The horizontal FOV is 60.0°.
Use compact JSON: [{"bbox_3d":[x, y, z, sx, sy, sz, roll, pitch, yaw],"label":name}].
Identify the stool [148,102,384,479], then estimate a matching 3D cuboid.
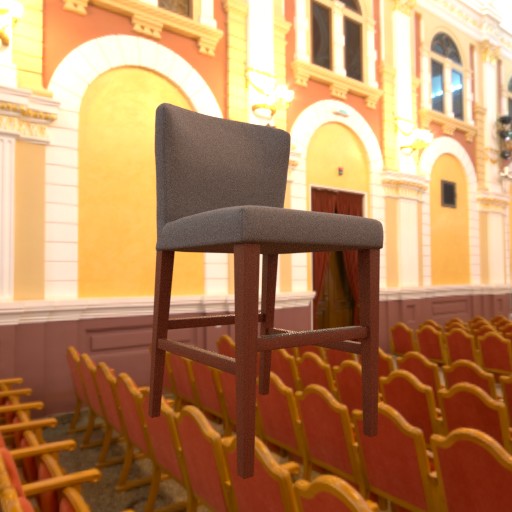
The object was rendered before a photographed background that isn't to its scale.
[{"bbox_3d":[0.000,0.000,1.286,0.481,0.968,0.568,1,-2,-36],"label":"stool"}]
